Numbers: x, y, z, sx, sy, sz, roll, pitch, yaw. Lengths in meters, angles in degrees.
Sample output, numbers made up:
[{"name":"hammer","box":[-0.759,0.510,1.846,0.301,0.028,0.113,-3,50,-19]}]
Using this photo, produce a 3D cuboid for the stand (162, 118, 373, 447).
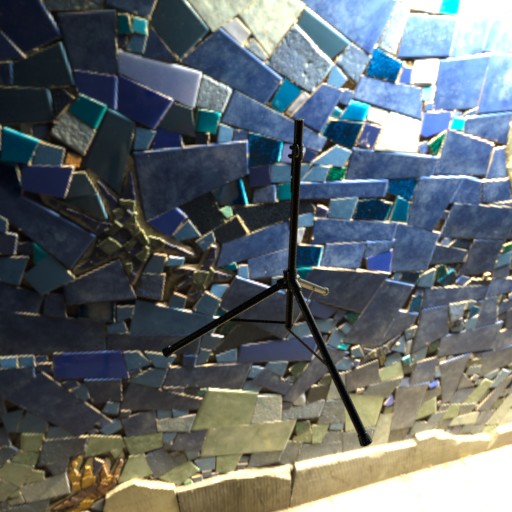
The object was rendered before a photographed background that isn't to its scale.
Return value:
[{"name":"stand","box":[0.000,0.000,1.873,0.907,1.136,1.045,0,31,0]}]
